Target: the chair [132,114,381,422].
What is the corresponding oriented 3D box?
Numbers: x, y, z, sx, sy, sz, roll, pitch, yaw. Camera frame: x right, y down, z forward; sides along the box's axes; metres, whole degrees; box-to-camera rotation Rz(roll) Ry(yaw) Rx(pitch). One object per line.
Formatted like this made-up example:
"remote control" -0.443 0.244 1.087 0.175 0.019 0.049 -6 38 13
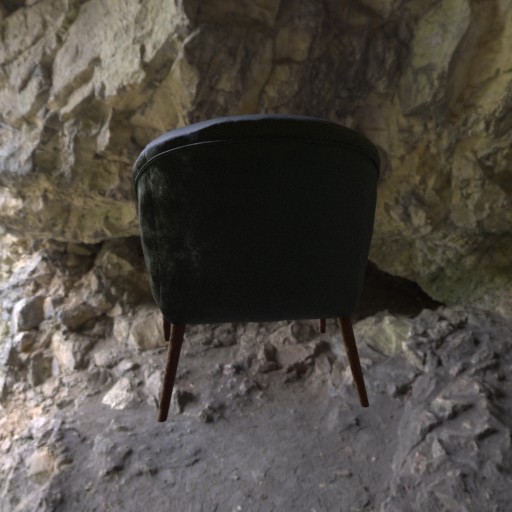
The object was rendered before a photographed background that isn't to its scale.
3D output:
"chair" 0.000 0.000 1.532 0.851 0.885 0.776 -2 13 -7
